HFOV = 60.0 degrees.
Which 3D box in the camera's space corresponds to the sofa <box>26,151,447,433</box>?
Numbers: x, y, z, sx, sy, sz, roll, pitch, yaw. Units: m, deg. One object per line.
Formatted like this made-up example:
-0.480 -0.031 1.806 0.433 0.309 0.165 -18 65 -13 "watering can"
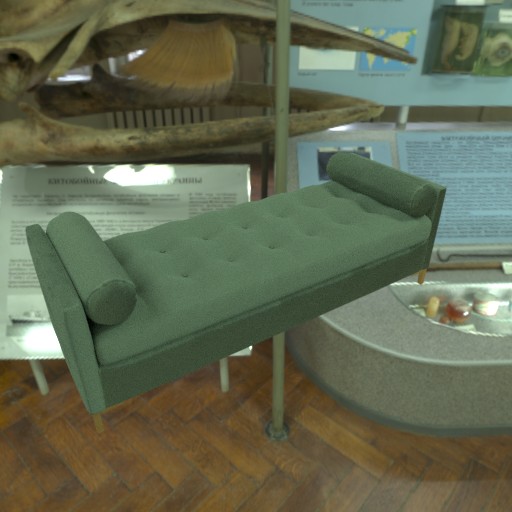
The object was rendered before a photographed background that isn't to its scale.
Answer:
0.000 0.000 2.420 2.102 0.705 0.796 -18 35 -28 "sofa"
